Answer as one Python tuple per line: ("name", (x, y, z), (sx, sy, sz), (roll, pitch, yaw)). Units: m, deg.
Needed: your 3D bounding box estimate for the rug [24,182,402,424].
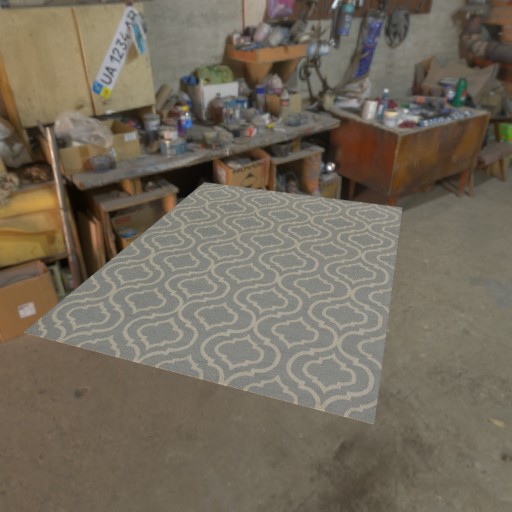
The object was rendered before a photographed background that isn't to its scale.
("rug", (0.000, 0.000, 3.815), (2.283, 0.006, 2.892), (10, 32, 16))
